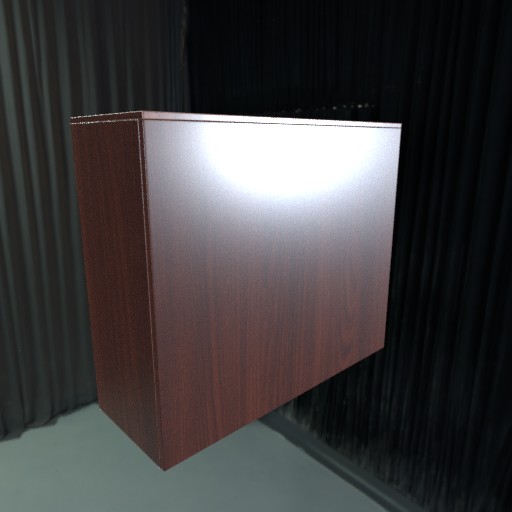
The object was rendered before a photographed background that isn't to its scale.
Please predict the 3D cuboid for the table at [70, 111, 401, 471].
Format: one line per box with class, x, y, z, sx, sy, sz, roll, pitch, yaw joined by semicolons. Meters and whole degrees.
table;0.000;0.000;1.356;0.930;0.790;0.380;-13;20;-41
